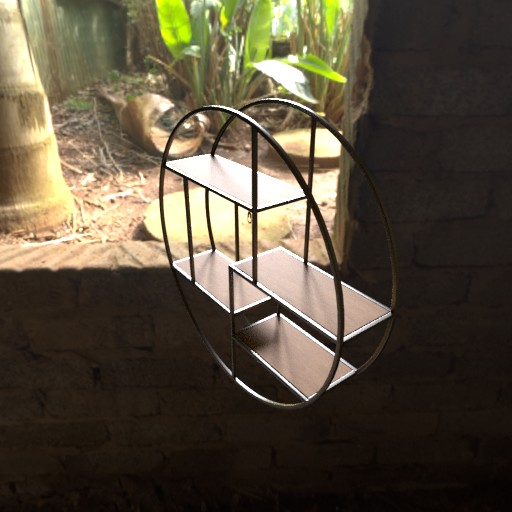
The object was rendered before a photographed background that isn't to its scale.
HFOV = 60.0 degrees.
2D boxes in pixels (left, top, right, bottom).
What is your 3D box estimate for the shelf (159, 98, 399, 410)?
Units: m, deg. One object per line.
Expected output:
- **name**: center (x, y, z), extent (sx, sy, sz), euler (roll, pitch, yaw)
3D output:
- **shelf**: center (0.000, 0.000, 1.348), extent (0.202, 0.888, 0.888), euler (-19, 34, -32)
